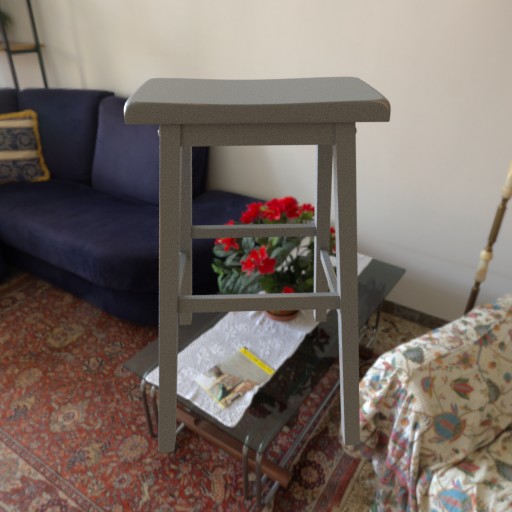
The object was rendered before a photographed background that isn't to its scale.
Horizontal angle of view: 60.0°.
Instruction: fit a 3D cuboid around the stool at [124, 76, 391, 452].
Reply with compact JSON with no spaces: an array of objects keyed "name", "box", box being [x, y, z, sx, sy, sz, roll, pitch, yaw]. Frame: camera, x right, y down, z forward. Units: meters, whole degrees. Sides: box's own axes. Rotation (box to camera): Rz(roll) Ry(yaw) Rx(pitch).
[{"name":"stool","box":[0.000,0.000,1.021,0.457,0.737,0.476,-1,31,-2]}]
